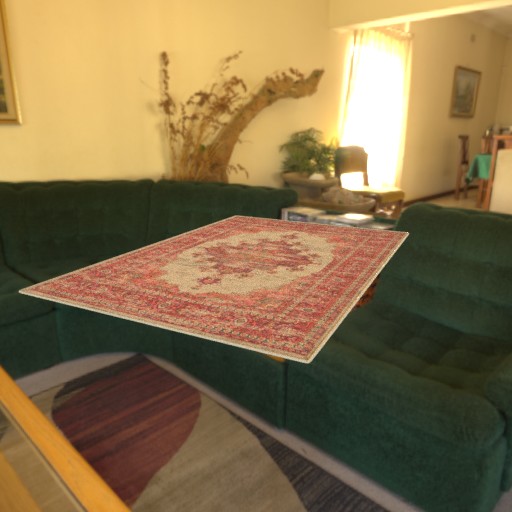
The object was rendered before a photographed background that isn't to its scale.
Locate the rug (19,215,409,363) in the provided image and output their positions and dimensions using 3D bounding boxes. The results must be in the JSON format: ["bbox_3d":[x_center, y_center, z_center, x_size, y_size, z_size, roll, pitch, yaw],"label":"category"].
[{"bbox_3d":[0.000,0.000,2.844,1.555,0.011,2.232,8,18,26],"label":"rug"}]
